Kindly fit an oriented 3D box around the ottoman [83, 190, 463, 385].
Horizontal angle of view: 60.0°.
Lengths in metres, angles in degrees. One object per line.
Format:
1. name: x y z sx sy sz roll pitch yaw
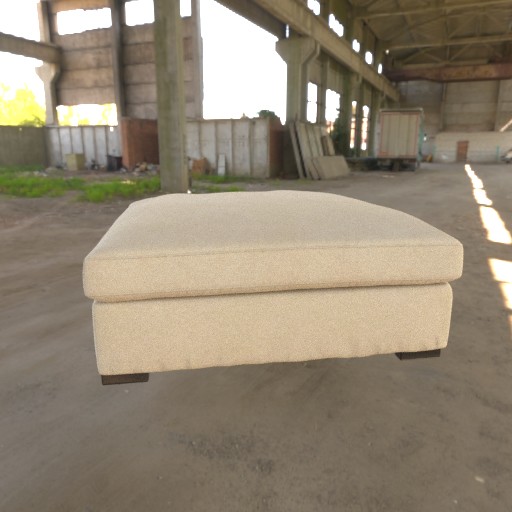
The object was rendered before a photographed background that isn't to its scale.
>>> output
1. ottoman: 0.000 0.000 1.932 1.205 0.522 1.190 -2 14 -9
